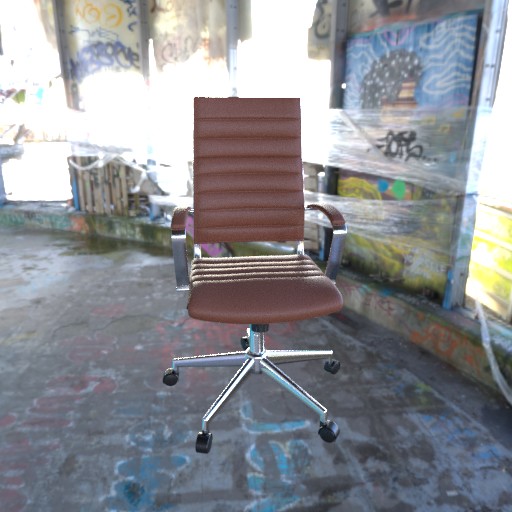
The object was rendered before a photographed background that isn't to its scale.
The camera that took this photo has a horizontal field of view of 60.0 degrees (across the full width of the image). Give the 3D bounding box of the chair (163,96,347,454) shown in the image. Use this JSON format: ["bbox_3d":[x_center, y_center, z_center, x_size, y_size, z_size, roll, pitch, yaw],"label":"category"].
[{"bbox_3d":[0.000,0.000,1.661,0.766,1.149,0.739,-2,18,-6],"label":"chair"}]
